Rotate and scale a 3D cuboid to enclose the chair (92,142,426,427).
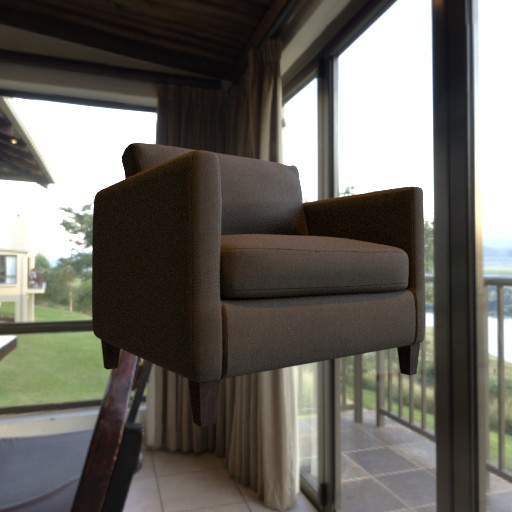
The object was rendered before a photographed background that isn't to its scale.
[{"bbox_3d":[0.000,0.000,1.859,1.107,0.963,0.959,1,-1,-36],"label":"chair"}]
